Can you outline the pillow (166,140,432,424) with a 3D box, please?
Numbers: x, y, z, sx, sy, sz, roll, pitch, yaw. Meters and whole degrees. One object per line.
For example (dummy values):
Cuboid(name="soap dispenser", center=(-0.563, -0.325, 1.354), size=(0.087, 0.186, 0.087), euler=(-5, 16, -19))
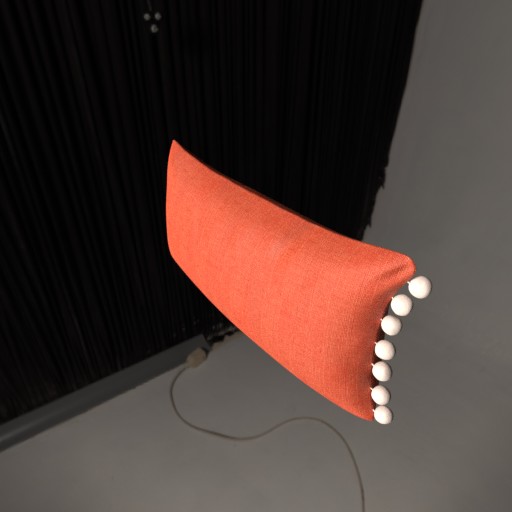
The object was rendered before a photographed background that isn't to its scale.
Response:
Cuboid(name="pillow", center=(0.000, 0.000, 0.860), size=(0.201, 0.322, 0.709), euler=(-21, 38, -30))
